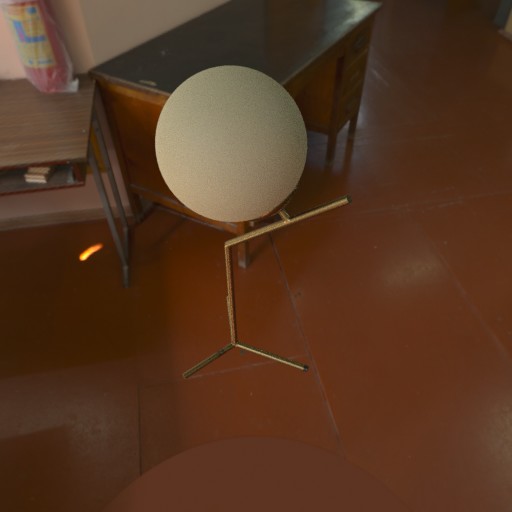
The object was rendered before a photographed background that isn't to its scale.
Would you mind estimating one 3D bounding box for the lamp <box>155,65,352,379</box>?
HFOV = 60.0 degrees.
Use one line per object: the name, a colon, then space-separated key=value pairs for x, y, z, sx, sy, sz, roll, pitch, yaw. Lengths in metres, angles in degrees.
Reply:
lamp: x=0.000 y=0.000 z=0.675 sx=0.251 sy=0.552 sz=0.210 roll=17 pitch=48 yaw=15
